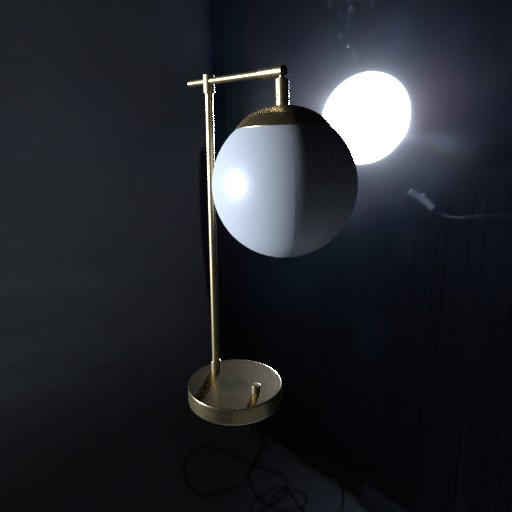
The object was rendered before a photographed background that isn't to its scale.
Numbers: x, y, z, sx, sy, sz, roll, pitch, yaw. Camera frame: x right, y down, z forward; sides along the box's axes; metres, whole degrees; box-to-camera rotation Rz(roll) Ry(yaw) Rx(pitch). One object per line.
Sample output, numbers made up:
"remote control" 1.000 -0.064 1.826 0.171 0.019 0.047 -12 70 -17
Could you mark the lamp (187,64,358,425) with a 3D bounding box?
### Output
"lamp" 0.000 0.000 0.706 0.207 0.559 0.324 -14 20 -42
